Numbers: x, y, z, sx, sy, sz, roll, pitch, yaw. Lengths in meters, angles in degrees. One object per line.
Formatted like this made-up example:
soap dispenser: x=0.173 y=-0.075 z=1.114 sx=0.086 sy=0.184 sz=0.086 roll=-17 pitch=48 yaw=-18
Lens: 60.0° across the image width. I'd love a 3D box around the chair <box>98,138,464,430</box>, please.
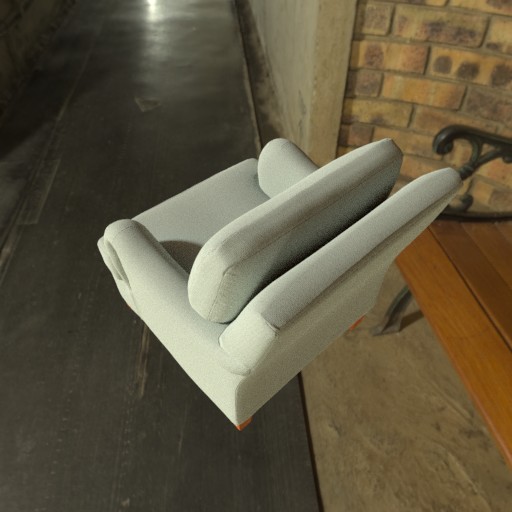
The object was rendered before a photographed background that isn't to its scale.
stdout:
chair: x=0.000 y=0.000 z=1.825 sx=0.955 sy=1.038 sz=1.070 roll=-34 pitch=55 yaw=-28
